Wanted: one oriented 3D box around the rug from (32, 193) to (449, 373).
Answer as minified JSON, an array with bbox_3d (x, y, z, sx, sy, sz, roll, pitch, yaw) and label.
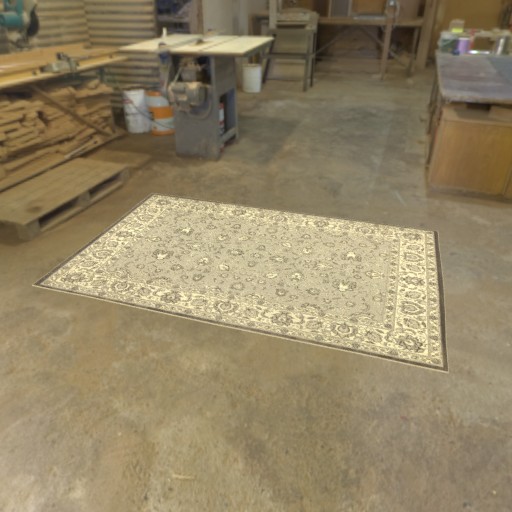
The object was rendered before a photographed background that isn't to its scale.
[{"bbox_3d":[0.000,0.000,3.054,2.438,0.011,1.524,9,32,15],"label":"rug"}]
